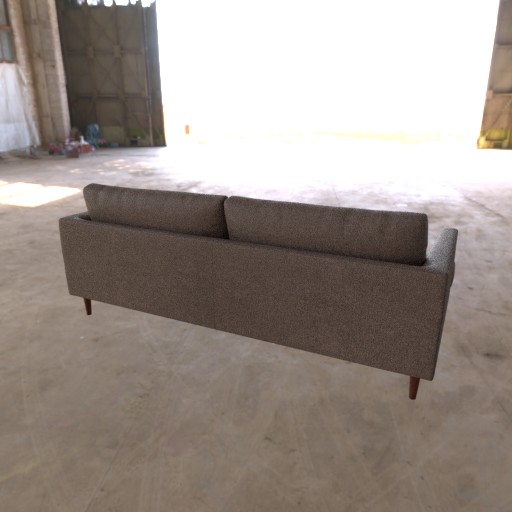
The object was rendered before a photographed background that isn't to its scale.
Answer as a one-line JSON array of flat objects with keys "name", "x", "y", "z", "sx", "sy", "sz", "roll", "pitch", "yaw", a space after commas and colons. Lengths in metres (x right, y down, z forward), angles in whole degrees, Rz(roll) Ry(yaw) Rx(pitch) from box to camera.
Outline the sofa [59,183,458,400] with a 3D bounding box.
[{"name": "sofa", "x": 0.000, "y": 0.000, "z": 2.757, "sx": 2.250, "sy": 0.868, "sz": 1.020, "roll": 9, "pitch": 20, "yaw": 25}]
